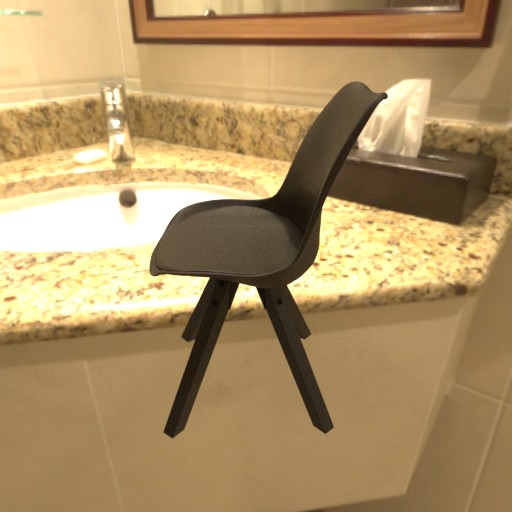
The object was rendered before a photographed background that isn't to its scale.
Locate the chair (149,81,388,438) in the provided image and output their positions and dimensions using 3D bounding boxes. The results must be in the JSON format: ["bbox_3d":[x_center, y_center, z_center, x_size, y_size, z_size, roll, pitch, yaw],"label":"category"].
[{"bbox_3d":[0.000,0.000,1.186,0.550,0.850,0.485,-1,27,-2],"label":"chair"}]
